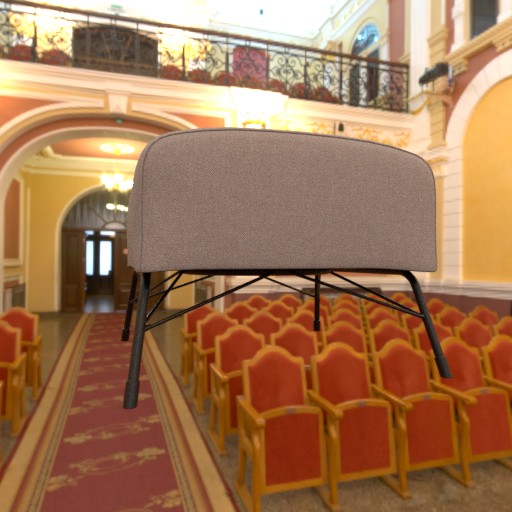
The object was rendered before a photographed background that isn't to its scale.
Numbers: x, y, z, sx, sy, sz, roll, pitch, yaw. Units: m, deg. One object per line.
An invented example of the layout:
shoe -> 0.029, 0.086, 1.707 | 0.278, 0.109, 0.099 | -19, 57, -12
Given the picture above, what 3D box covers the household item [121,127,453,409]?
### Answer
household item -> 0.000, 0.000, 0.914 | 0.530, 0.410, 0.530 | 0, -1, -17
